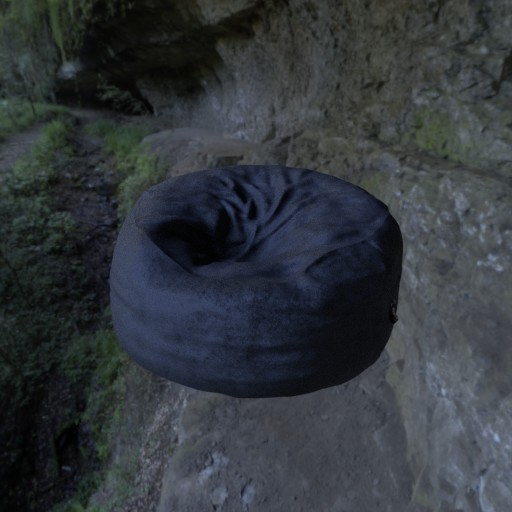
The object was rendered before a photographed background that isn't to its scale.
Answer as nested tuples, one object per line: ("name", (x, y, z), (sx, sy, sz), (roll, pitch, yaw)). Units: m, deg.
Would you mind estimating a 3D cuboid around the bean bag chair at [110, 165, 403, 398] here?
("bean bag chair", (0.000, 0.000, 2.372), (1.525, 0.751, 1.525), (0, 26, 0))
